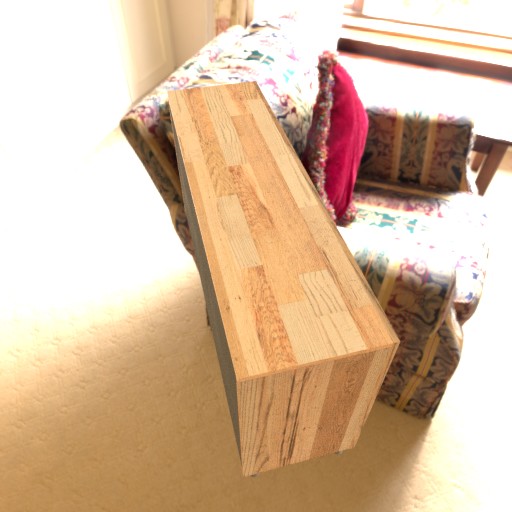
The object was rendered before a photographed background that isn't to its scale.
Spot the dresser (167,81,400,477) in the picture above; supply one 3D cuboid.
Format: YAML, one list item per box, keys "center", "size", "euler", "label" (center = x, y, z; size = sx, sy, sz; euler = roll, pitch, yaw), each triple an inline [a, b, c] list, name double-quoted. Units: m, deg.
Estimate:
- center: [0.000, 0.000, 1.952]
  size: [0.487, 0.834, 1.547]
  euler: [-10, 48, -10]
  label: "dresser"
